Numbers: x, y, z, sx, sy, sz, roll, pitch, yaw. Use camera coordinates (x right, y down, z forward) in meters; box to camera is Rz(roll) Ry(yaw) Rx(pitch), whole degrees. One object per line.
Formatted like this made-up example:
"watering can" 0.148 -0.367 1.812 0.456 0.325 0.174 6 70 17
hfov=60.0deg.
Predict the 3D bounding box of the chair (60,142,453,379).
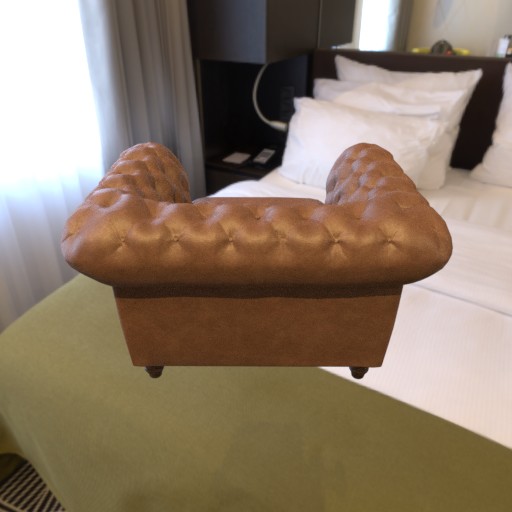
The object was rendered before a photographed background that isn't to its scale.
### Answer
"chair" 0.000 0.000 1.896 1.298 0.784 0.954 0 30 0
